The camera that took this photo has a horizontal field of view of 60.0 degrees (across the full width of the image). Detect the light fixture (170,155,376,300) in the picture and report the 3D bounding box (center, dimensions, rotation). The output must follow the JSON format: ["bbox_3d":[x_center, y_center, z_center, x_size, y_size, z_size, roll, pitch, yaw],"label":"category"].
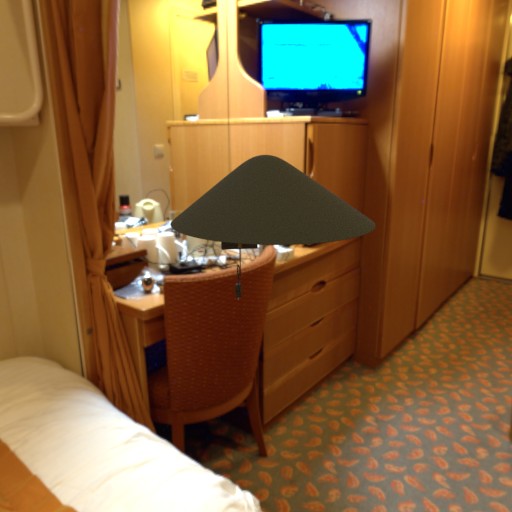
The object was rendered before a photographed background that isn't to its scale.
[{"bbox_3d":[0.000,0.000,0.684,0.240,0.312,0.516,-2,16,-8],"label":"light fixture"}]
